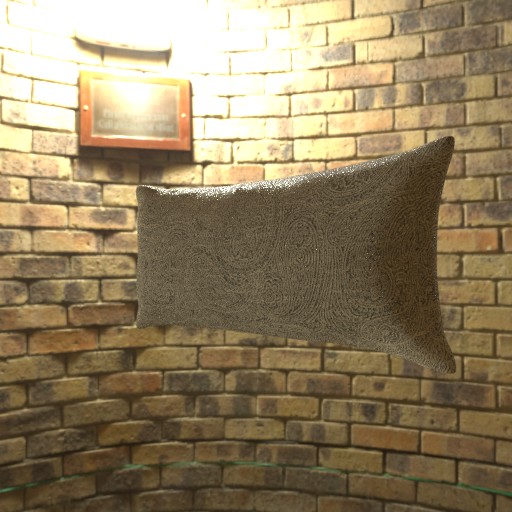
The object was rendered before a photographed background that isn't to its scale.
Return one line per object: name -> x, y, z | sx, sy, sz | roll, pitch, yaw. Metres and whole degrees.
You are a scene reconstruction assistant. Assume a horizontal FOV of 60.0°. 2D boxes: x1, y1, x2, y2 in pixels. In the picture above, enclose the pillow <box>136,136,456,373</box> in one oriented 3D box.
pillow -> 0.000, 0.000, 0.731 | 0.615, 0.295, 0.151 | -1, -1, 37
